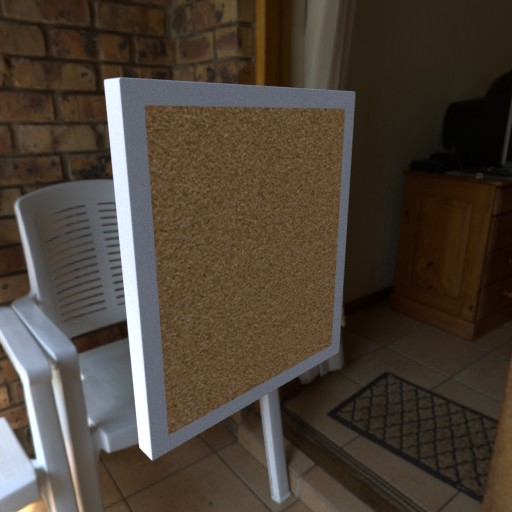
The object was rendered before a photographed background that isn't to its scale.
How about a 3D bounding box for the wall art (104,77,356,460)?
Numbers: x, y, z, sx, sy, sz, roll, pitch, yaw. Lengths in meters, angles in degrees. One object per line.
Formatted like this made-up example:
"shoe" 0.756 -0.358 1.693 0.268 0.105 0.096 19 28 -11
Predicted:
"wall art" 0.000 0.000 0.533 0.331 0.381 0.028 -16 24 -41
